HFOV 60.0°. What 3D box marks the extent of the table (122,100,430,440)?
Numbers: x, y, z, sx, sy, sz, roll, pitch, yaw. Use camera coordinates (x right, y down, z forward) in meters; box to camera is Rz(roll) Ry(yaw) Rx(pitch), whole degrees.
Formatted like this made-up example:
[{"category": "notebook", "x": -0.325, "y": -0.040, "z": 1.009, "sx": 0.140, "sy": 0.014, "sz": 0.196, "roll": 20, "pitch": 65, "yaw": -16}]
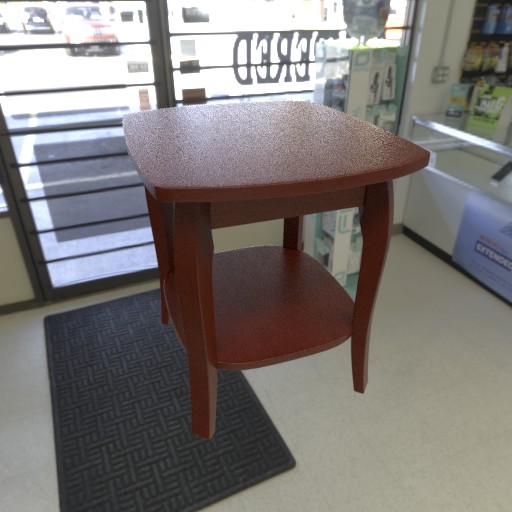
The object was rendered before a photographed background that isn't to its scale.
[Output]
[{"category": "table", "x": 0.000, "y": 0.000, "z": 0.885, "sx": 0.433, "sy": 0.496, "sz": 0.502, "roll": -10, "pitch": 31, "yaw": -17}]
